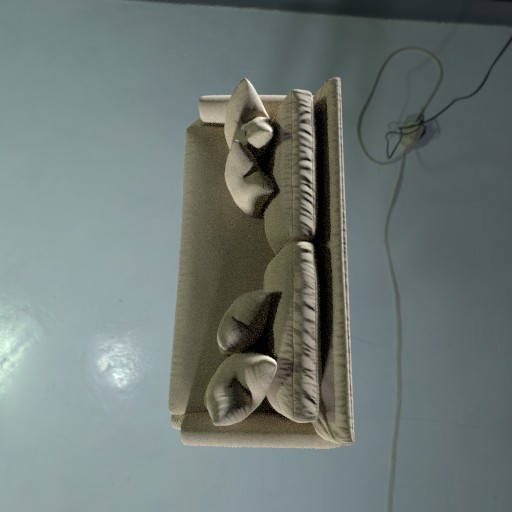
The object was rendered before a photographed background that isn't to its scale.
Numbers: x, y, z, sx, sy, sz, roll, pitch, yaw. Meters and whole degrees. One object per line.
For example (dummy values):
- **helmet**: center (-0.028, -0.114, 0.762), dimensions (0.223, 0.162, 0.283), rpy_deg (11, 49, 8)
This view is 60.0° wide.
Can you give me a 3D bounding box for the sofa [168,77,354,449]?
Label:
- **sofa**: center (0.000, 0.000, 2.872), dimensions (1.067, 0.904, 2.285), rpy_deg (1, 75, 0)
